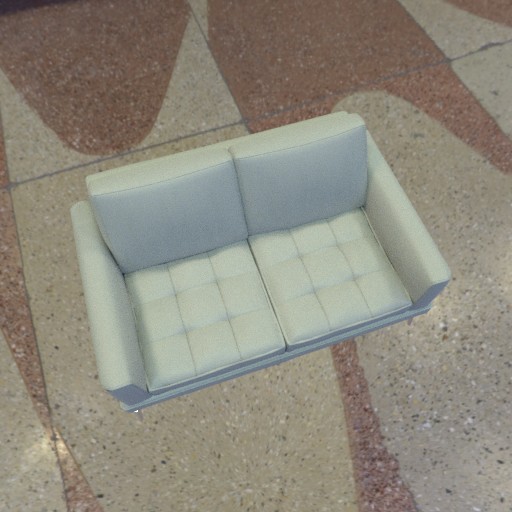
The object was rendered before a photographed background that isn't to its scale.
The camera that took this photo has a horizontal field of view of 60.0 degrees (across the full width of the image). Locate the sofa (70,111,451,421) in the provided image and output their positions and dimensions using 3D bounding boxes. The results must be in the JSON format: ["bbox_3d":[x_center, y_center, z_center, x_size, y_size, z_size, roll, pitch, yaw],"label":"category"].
[{"bbox_3d":[0.000,0.000,2.454,1.819,0.930,1.121,-17,64,-8],"label":"sofa"}]
